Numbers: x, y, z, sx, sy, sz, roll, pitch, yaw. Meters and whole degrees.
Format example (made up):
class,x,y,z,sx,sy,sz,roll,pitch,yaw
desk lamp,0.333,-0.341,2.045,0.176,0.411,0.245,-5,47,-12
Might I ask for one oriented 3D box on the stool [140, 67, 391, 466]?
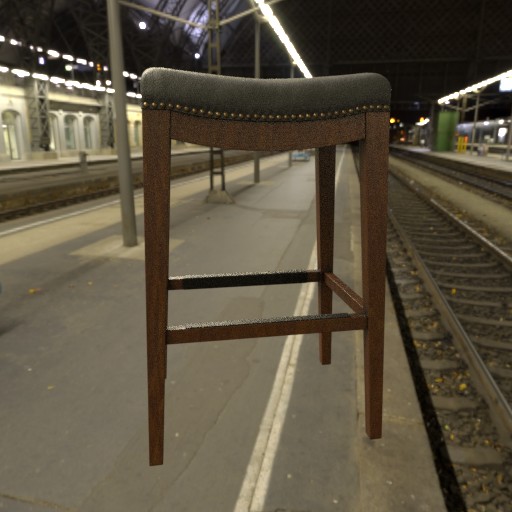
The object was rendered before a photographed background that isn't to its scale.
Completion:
class,x,y,z,sx,sy,sz,roll,pitch,yaw
stool,0.000,0.000,1.009,0.500,0.765,0.361,-3,15,-10
